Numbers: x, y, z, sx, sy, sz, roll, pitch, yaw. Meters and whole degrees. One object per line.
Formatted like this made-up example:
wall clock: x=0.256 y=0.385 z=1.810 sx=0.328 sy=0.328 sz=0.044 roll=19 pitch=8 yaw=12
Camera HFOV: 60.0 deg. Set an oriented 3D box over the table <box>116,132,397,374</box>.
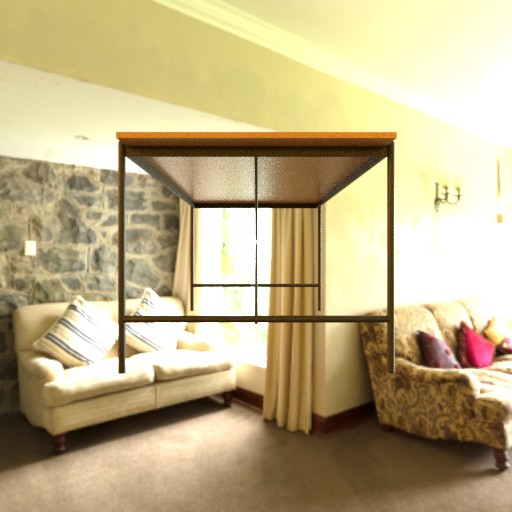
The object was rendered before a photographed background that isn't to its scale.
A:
table: x=0.000 y=0.000 z=2.246 sx=0.900 sy=0.758 sz=1.800 roll=0 pitch=0 yaw=0
